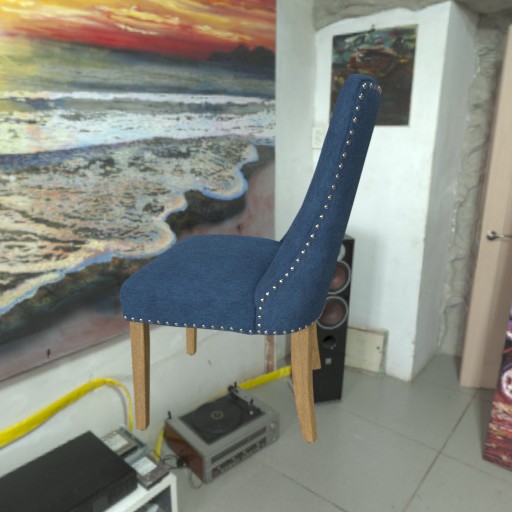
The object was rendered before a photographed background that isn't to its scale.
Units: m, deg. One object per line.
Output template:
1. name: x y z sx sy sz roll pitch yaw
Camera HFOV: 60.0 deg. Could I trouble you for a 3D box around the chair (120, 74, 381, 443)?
1. chair: 0.000 0.000 1.245 0.610 0.902 0.495 3 16 10
